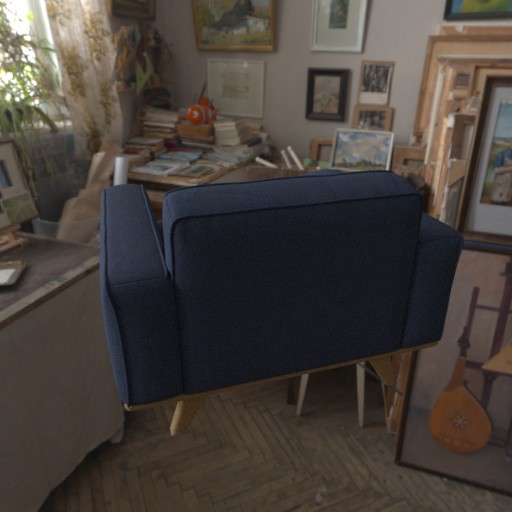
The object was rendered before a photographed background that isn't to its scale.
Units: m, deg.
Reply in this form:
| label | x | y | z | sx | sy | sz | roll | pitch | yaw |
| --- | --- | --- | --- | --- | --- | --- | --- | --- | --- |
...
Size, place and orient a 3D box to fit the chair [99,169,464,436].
| label | x | y | z | sx | sy | sz | roll | pitch | yaw |
| --- | --- | --- | --- | --- | --- | --- | --- | --- | --- |
| chair | 0.000 | 0.000 | 1.704 | 1.118 | 0.783 | 0.953 | -8 | 26 | -16 |
